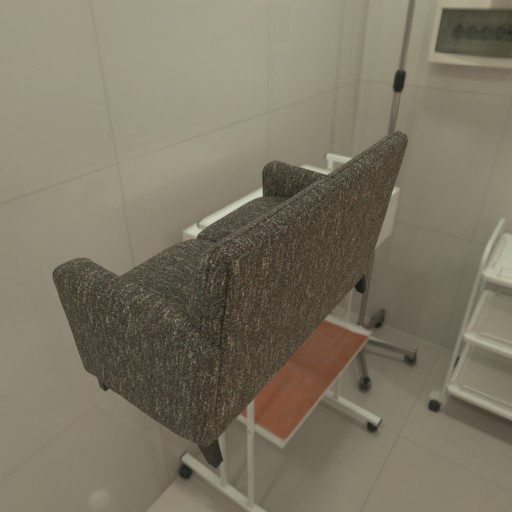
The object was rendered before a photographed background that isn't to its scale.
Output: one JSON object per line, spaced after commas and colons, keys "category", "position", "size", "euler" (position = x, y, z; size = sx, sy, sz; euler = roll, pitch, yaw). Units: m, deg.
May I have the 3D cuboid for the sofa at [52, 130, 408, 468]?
{"category": "sofa", "position": [0.000, 0.000, 2.046], "size": [0.801, 0.946, 1.519], "euler": [20, 36, 29]}
